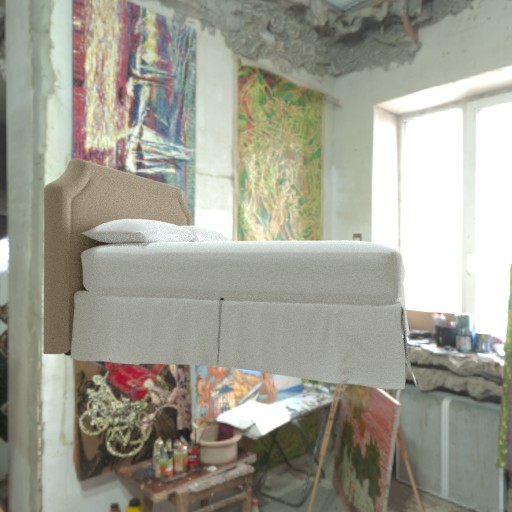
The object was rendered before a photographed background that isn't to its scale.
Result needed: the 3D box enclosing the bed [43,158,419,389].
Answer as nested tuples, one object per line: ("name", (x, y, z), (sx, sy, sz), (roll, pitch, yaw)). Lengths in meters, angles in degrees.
("bed", (0.000, 0.000, 3.257), (2.204, 1.301, 1.828), (0, 0, 18))
